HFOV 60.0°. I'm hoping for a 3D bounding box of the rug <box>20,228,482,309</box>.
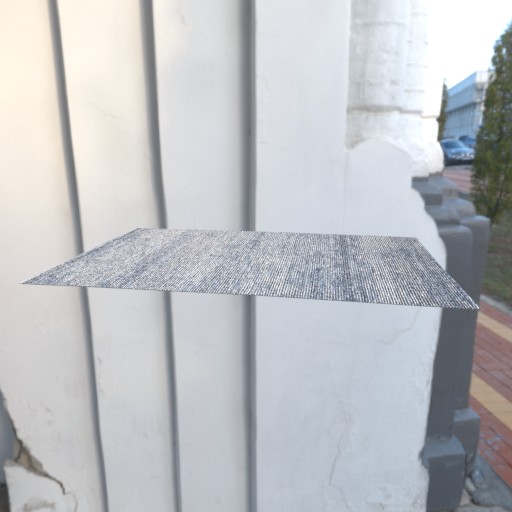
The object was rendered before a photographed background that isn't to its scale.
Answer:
[{"bbox_3d":[0.000,0.000,2.177,1.740,0.010,1.135,2,15,9],"label":"rug"}]
